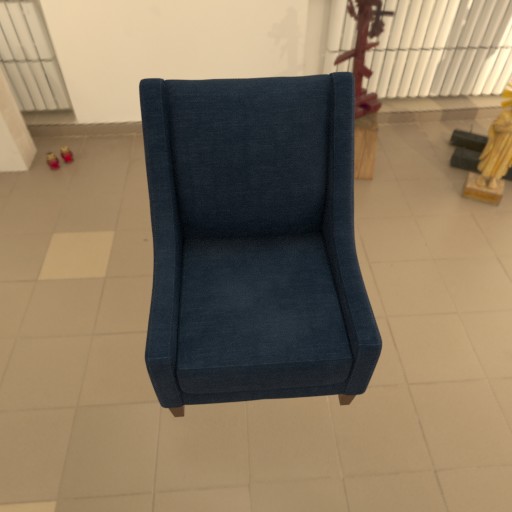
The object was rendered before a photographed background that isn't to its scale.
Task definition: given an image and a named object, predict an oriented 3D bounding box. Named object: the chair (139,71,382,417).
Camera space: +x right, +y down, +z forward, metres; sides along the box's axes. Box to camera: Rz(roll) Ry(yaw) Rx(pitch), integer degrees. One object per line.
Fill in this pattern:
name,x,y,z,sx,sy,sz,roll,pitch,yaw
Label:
chair,0.000,0.000,1.648,0.774,1.014,0.870,-3,48,-3
